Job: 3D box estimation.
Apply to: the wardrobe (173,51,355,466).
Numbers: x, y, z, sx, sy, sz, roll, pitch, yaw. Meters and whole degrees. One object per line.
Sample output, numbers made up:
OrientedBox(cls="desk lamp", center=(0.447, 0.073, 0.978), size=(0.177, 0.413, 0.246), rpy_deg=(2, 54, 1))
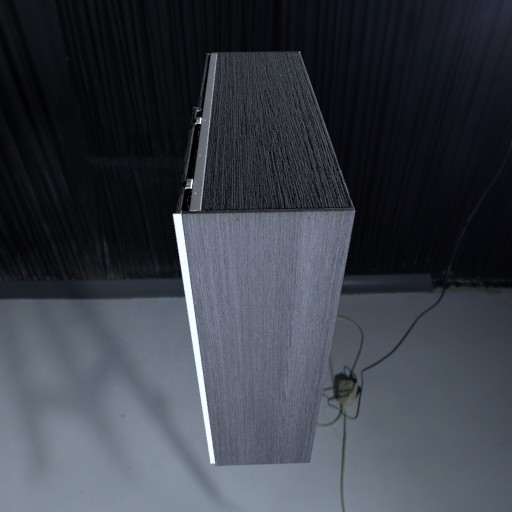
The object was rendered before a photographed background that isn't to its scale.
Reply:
OrientedBox(cls="wardrobe", center=(0.000, 0.000, 2.838), size=(0.629, 1.960, 1.780), rpy_deg=(-1, 41, -1))
